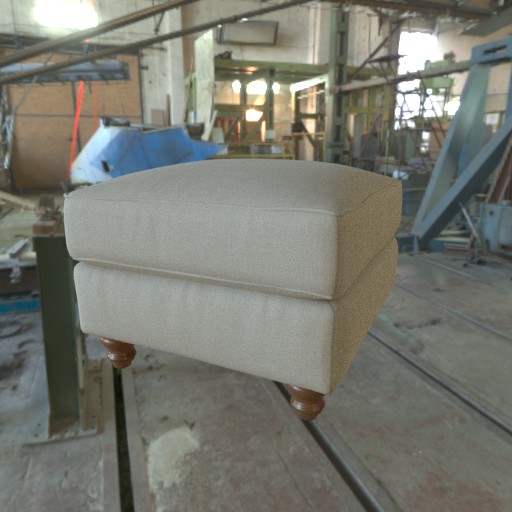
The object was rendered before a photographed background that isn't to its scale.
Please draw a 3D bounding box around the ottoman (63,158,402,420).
[{"bbox_3d":[0.000,0.000,1.181,0.662,0.505,0.716,7,16,25],"label":"ottoman"}]
